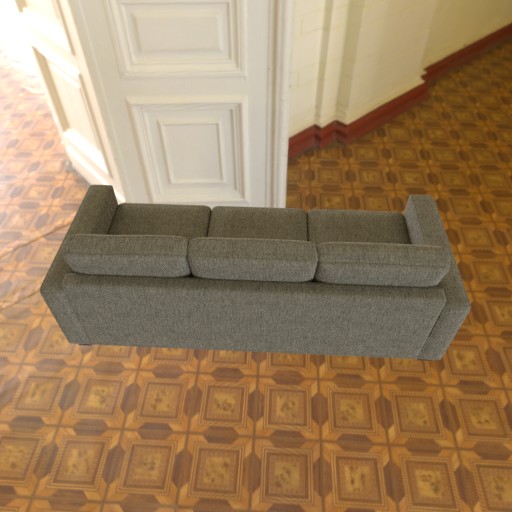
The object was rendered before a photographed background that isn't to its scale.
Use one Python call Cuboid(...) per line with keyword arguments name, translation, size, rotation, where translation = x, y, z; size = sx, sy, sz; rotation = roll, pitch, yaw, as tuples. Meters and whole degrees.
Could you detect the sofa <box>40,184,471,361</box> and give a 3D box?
Cuboid(name="sofa", translation=(0.000, 0.000, 2.598), size=(2.160, 0.800, 0.900), rotation=(2, 47, 2))
